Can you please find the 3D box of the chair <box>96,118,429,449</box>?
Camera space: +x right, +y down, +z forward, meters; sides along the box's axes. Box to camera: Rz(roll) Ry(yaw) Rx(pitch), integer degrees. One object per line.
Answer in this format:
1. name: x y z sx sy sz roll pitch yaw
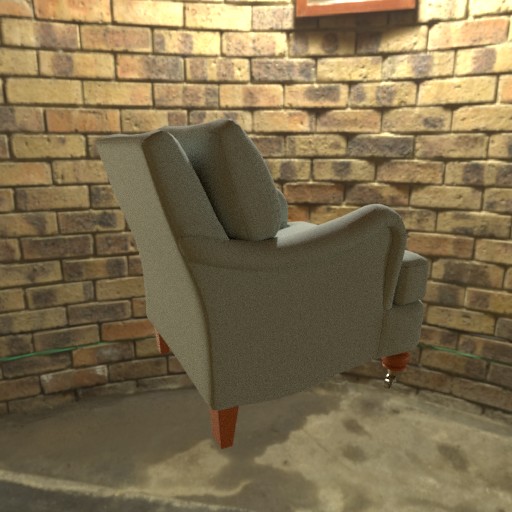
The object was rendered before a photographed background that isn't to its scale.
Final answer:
1. chair: 0.000 0.000 1.821 1.070 1.038 0.955 -7 16 -26
